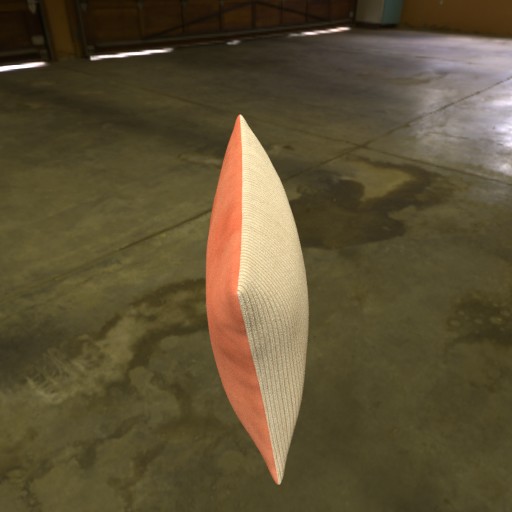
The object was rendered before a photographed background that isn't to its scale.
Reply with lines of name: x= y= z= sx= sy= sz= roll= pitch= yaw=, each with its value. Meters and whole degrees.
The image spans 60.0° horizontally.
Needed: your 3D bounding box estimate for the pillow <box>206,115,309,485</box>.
pillow: x=0.000 y=0.000 z=0.733 sx=0.155 sy=0.307 sz=0.608 roll=-1 pitch=32 yaw=-1
